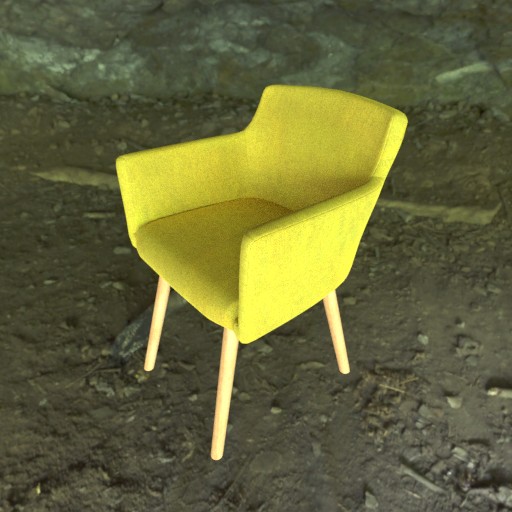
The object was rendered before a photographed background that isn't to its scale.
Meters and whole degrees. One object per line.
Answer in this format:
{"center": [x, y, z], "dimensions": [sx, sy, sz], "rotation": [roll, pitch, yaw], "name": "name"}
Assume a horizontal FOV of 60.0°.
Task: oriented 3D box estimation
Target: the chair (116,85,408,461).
{"center": [0.000, 0.000, 1.172], "dimensions": [0.570, 0.780, 0.570], "rotation": [-22, 37, -32], "name": "chair"}
